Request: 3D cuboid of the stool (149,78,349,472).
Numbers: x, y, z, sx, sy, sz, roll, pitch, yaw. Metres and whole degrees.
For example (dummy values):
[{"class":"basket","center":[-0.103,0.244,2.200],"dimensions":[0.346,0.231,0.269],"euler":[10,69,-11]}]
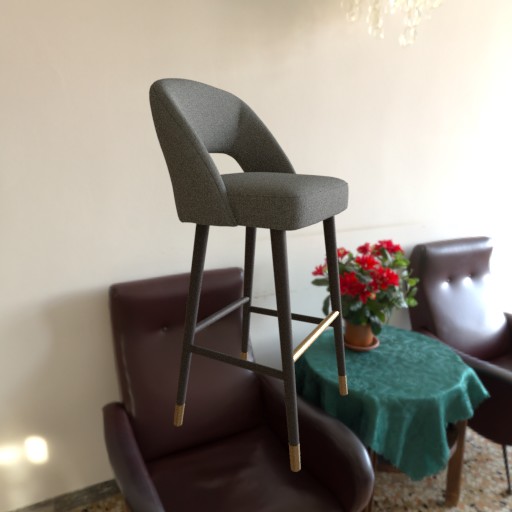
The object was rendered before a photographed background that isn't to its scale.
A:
[{"class":"stool","center":[0.000,0.000,1.426],"dimensions":[0.524,1.089,0.536],"euler":[8,17,28]}]
